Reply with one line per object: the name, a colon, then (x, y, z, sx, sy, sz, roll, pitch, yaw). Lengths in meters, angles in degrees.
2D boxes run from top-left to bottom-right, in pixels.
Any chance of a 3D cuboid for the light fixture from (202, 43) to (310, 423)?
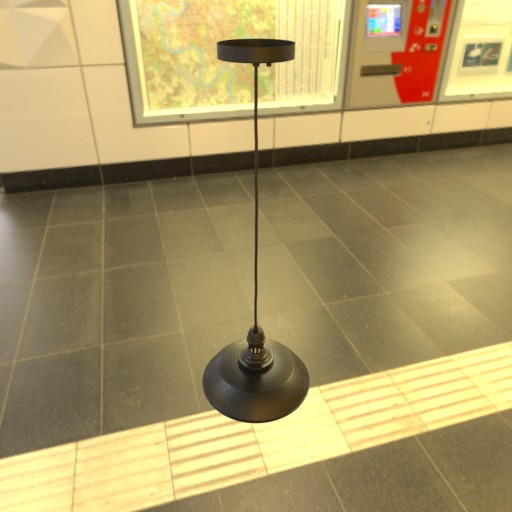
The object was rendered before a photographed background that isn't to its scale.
light fixture: (0.000, 0.000, 1.139, 0.331, 0.993, 0.331, -21, 37, -30)
